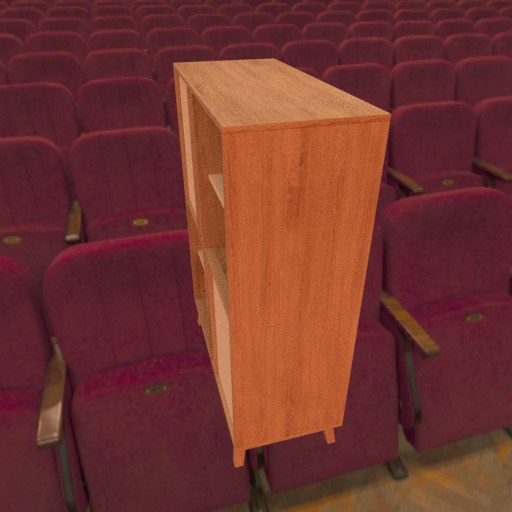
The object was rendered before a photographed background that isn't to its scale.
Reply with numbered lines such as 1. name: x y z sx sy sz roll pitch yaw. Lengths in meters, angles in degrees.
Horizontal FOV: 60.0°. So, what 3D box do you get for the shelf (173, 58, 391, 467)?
1. shelf: 0.000 0.000 1.873 0.450 1.390 1.000 -8 33 -13
